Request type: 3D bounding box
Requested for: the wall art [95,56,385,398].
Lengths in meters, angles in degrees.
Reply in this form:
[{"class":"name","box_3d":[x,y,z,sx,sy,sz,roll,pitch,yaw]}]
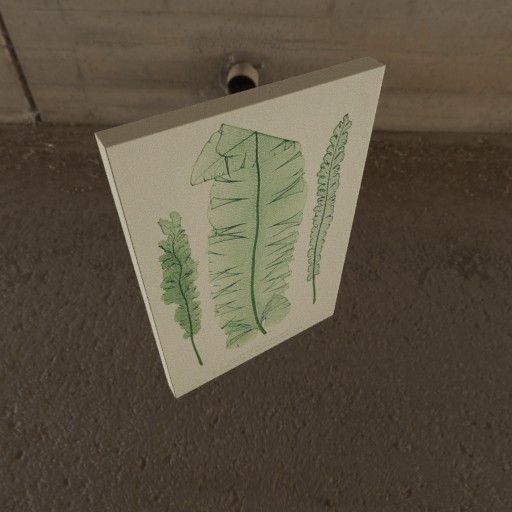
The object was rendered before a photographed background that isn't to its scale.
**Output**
[{"class":"wall art","box_3d":[0.000,0.000,0.801,0.418,0.608,0.038,-24,51,-21]}]
